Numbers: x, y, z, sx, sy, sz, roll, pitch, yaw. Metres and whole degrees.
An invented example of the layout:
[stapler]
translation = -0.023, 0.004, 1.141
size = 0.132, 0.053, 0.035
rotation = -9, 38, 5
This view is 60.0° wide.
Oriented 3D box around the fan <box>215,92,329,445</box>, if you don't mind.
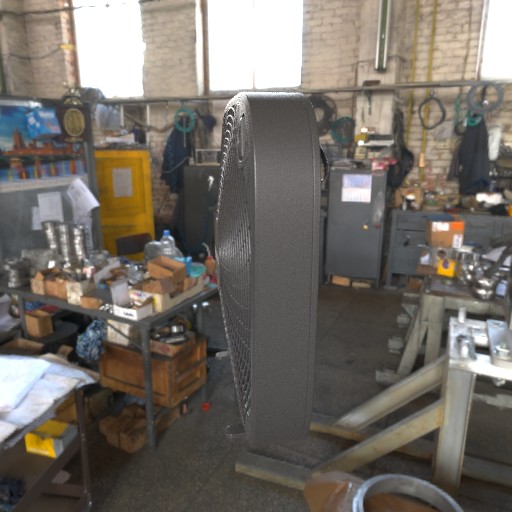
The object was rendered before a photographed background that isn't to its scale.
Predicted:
[fan]
translation = 0.000, 0.000, 0.794
size = 0.142, 0.533, 0.526
rotation = -2, 15, -8
